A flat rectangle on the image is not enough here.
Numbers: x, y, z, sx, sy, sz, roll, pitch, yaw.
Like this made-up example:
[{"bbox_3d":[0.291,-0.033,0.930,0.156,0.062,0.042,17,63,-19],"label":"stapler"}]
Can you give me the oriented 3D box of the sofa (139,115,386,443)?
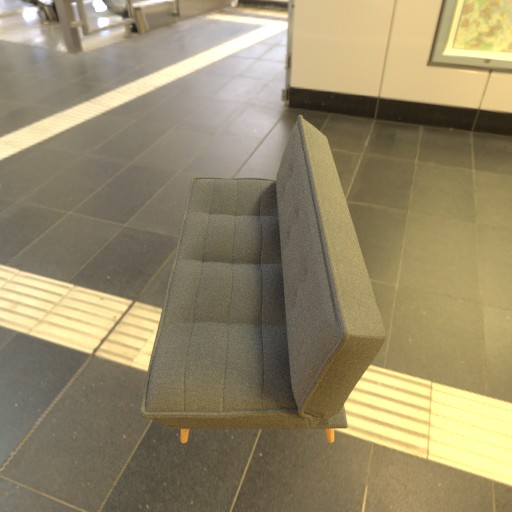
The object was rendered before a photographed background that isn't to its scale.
[{"bbox_3d":[0.000,0.000,2.485,0.950,0.890,1.940,0,39,0],"label":"sofa"}]
